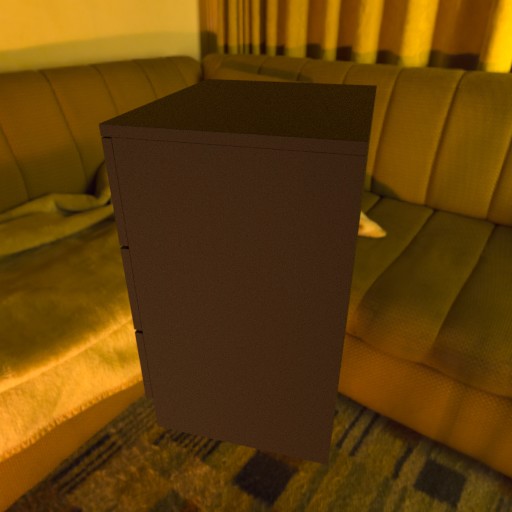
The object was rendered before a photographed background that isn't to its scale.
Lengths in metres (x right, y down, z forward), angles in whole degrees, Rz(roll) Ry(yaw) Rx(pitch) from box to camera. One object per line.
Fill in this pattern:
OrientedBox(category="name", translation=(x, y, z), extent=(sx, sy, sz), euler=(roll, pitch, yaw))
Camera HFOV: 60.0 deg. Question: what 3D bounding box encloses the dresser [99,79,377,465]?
OrientedBox(category="dresser", translation=(0.000, 0.000, 0.833), extent=(0.360, 0.560, 0.400), euler=(7, 30, 13))
